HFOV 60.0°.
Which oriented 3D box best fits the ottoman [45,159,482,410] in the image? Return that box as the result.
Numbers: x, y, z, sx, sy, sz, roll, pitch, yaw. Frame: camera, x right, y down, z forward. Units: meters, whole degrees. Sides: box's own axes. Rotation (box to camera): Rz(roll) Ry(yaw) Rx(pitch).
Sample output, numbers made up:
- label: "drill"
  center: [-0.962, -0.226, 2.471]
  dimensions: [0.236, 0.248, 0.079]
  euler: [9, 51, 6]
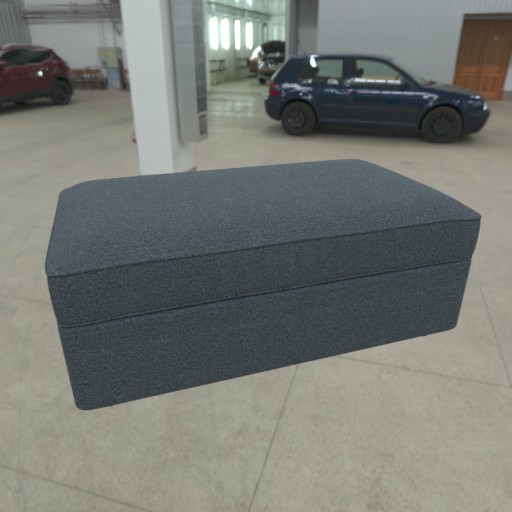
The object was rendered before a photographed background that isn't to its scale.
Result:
- label: "ottoman"
  center: [0.000, 0.000, 1.463]
  dimensions: [1.173, 0.494, 0.681]
  euler: [-8, 27, -17]
